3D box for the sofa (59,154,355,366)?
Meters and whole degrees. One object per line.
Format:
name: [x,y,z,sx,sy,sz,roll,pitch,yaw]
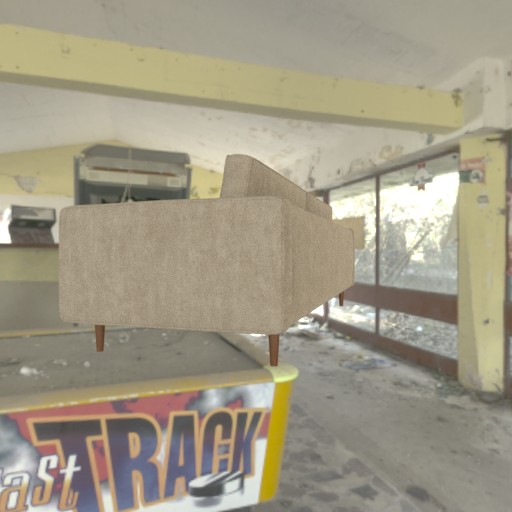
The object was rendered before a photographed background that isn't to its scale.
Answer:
sofa: [0.000,0.000,2.583,0.919,0.770,2.200,0,0,18]
